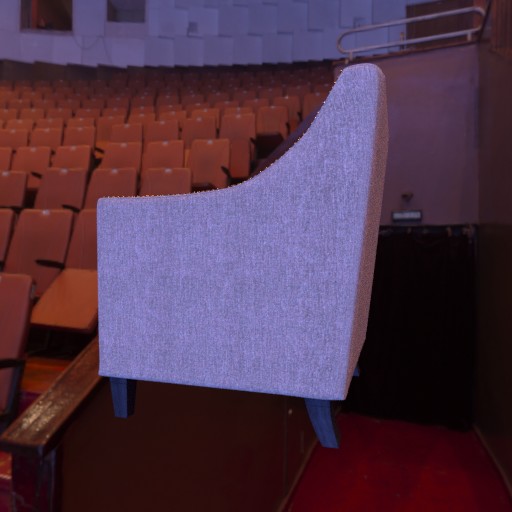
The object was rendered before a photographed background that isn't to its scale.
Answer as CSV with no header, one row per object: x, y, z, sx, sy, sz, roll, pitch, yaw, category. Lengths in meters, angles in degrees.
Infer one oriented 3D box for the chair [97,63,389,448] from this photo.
0.000,0.000,1.567,0.884,0.967,0.776,0,1,17,chair
